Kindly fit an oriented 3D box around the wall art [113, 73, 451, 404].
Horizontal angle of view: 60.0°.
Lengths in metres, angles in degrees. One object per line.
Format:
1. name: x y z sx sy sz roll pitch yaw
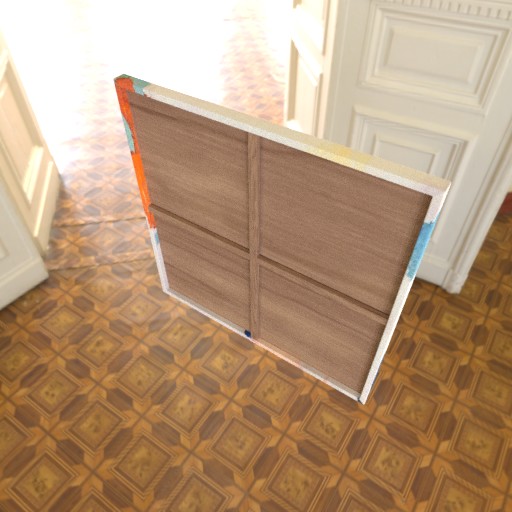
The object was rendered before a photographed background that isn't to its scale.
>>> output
1. wall art: 0.000 0.000 1.228 0.814 0.814 0.037 25 51 23
